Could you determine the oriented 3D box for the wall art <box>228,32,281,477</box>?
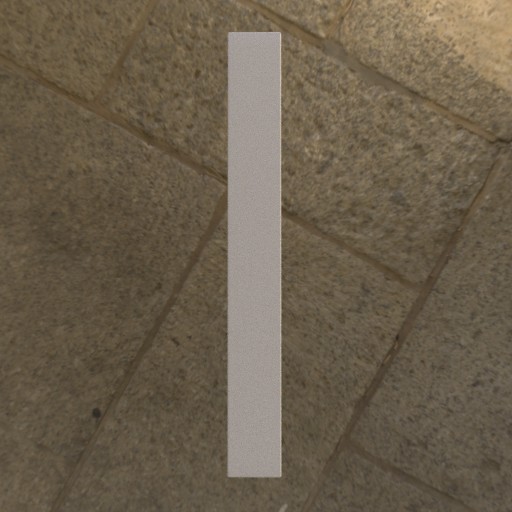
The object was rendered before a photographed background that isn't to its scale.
[{"bbox_3d":[0.000,0.000,0.456,0.037,0.305,0.305,0,89,0],"label":"wall art"}]
